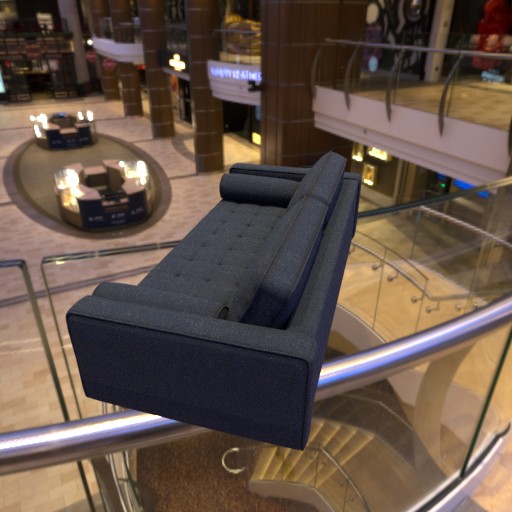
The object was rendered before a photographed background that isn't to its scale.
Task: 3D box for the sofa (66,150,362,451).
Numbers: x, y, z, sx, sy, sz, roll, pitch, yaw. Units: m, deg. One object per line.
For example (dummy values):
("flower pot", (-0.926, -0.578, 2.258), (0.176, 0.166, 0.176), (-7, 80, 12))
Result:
("sofa", (0.000, 0.000, 2.331), (0.914, 0.762, 1.880), (8, 30, 14))
